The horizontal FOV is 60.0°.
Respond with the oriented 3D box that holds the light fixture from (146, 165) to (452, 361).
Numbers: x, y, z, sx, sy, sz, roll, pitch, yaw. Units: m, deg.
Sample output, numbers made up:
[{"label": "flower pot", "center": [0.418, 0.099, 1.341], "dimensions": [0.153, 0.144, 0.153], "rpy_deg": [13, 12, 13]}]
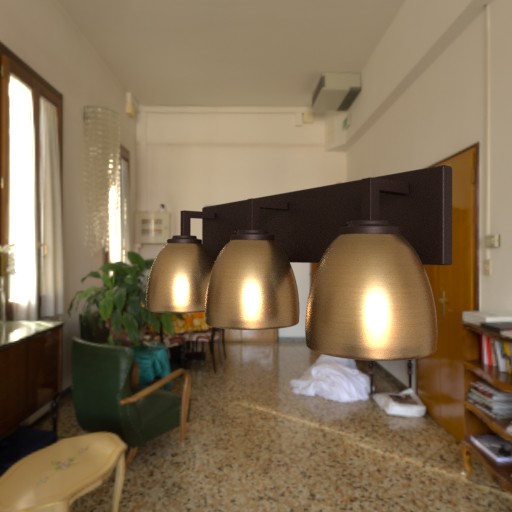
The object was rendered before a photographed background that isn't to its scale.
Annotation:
[{"label": "light fixture", "center": [0.000, 0.000, 0.676], "dimensions": [0.157, 0.204, 0.582], "rpy_deg": [0, 0, -37]}]
